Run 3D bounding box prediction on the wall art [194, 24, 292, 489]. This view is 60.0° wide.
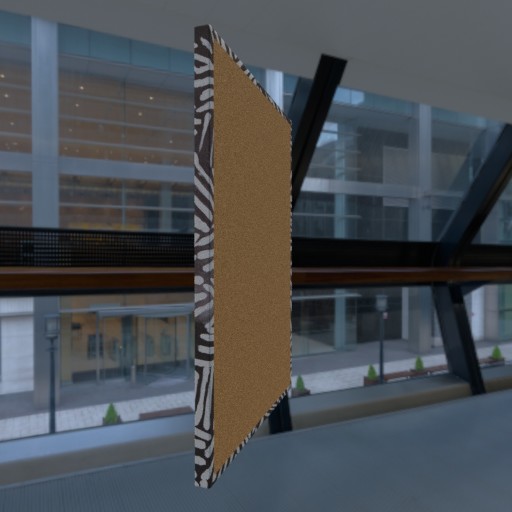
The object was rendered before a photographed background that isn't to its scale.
[{"bbox_3d":[0.000,0.000,1.335,0.038,1.017,0.765,0,1,18],"label":"wall art"}]
